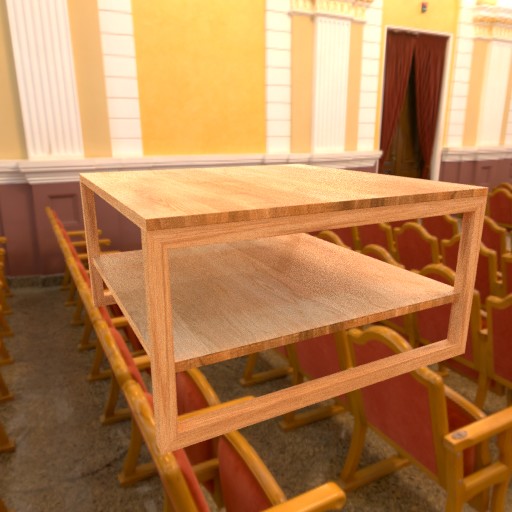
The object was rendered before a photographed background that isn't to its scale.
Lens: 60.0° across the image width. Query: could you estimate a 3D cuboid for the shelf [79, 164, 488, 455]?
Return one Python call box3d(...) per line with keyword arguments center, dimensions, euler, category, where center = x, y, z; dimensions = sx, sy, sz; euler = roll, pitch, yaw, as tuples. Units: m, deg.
box3d(center=(0.000, 0.000, 1.403), dimensions=(0.899, 0.480, 0.899), euler=(-8, 18, -27), category="shelf")
